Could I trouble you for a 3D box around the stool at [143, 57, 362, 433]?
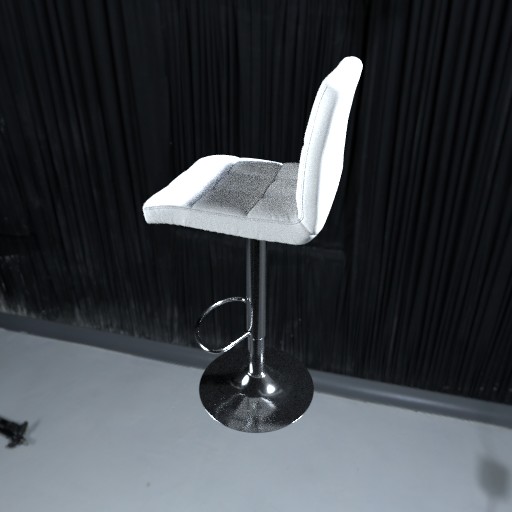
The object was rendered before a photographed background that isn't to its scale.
[{"bbox_3d":[0.000,0.000,1.372,0.505,1.115,0.430,8,31,13],"label":"stool"}]
